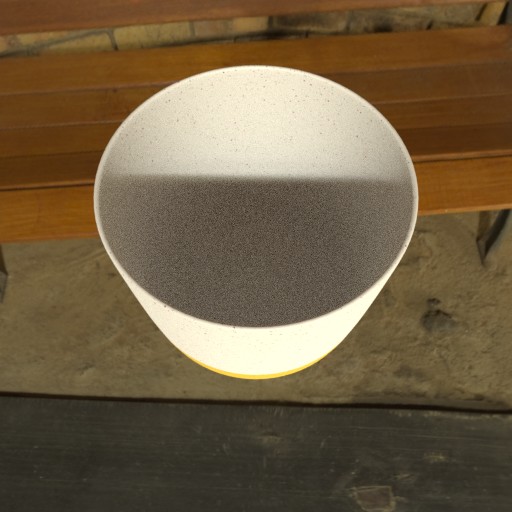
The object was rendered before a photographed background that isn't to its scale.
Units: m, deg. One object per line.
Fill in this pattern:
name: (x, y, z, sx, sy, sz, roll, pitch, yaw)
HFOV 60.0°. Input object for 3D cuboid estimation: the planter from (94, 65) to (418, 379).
planter: (0.000, 0.000, 0.363, 0.195, 0.214, 0.195, 0, 63, 0)
